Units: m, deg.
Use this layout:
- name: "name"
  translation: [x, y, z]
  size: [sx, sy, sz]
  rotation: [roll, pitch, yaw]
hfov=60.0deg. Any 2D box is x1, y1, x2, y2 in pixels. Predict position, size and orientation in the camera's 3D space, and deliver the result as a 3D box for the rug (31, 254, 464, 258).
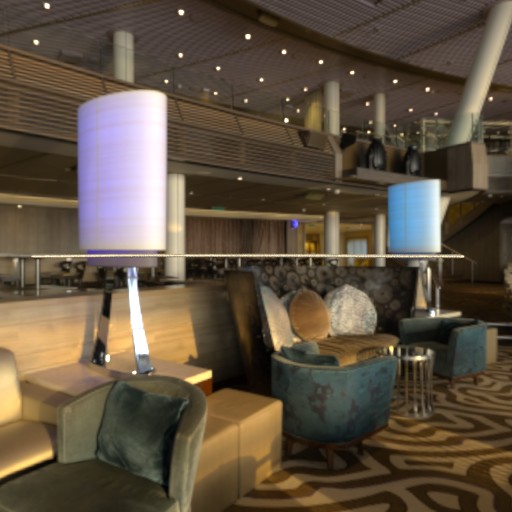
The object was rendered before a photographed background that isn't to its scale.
- name: "rug"
  translation: [0.000, 0.000, 3.147]
  size: [2.498, 0.022, 1.535]
  rotation: [0, 0, 17]
